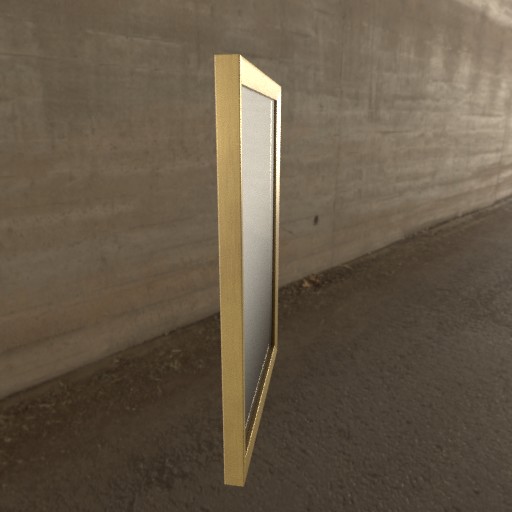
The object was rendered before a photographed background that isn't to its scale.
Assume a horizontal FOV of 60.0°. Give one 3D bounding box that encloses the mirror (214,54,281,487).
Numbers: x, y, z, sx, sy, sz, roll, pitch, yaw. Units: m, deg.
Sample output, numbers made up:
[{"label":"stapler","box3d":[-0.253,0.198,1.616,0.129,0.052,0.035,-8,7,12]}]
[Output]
[{"label":"mirror","box3d":[0.000,0.000,0.934,0.040,0.710,0.507,3,16,9]}]
